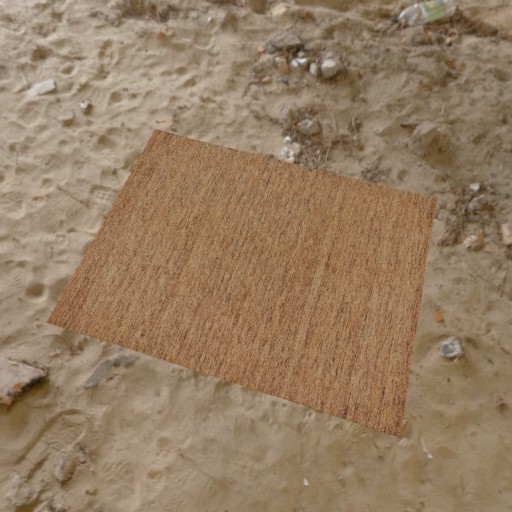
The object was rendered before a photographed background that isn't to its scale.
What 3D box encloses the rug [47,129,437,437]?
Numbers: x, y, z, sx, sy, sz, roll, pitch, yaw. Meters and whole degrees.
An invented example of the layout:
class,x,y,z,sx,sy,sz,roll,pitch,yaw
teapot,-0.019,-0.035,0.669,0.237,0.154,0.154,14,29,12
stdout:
class,x,y,z,sx,sy,sz,roll,pitch,yaw
rug,0.000,0.000,4.317,3.200,0.012,2.438,16,63,8
